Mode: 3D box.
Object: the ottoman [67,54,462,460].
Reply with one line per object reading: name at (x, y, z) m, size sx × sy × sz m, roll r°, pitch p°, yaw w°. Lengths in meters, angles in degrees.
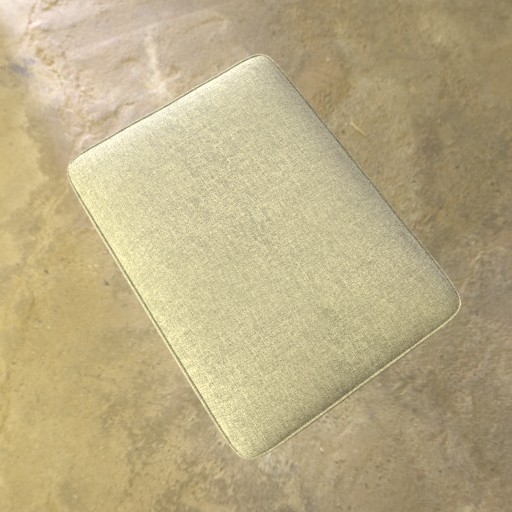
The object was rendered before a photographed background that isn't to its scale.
ottoman at (0.000, 0.000, 1.309) m, size 0.661 × 0.561 × 0.889 m, roll -33°, pitch 77°, yaw -8°
